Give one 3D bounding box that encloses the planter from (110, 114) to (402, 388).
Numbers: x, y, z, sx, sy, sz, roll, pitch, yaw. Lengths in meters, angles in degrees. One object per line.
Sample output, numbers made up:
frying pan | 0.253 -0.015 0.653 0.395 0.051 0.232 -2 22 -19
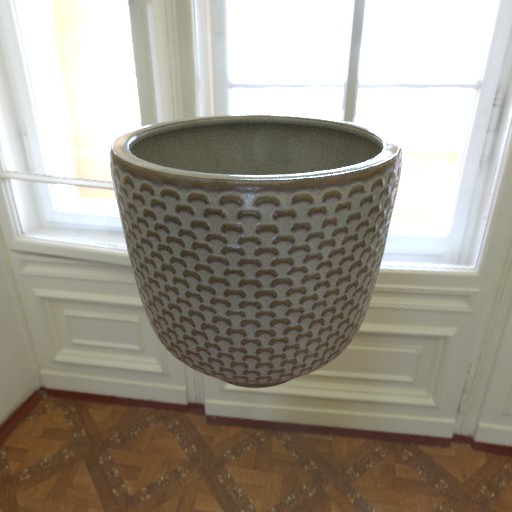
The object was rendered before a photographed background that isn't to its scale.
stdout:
planter | 0.000 0.000 0.245 0.139 0.130 0.139 0 27 0
